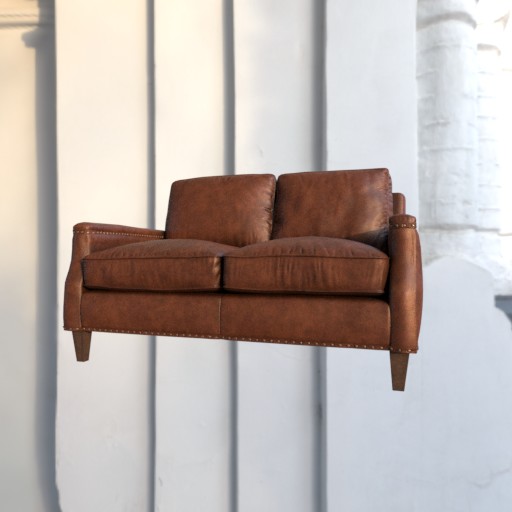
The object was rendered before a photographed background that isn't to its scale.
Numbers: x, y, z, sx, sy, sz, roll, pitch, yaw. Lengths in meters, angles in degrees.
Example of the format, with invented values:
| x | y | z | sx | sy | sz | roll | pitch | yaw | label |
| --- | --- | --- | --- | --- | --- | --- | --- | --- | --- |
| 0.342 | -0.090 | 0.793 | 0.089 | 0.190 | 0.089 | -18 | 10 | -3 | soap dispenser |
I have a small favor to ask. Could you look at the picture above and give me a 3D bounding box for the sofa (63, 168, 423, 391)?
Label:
| x | y | z | sx | sy | sz | roll | pitch | yaw | label |
| --- | --- | --- | --- | --- | --- | --- | --- | --- | --- |
| 0.000 | 0.000 | 2.344 | 1.628 | 1.003 | 1.083 | 0 | 0 | 18 | sofa |
